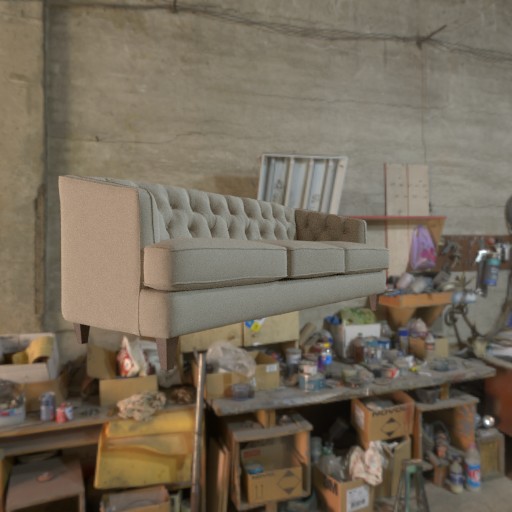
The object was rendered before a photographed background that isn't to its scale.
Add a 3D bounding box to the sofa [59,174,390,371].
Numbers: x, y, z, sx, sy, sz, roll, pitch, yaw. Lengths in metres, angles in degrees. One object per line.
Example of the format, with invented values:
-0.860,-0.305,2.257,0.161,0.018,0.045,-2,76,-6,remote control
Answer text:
0.000,0.000,2.770,0.941,0.855,2.278,0,1,37,sofa
